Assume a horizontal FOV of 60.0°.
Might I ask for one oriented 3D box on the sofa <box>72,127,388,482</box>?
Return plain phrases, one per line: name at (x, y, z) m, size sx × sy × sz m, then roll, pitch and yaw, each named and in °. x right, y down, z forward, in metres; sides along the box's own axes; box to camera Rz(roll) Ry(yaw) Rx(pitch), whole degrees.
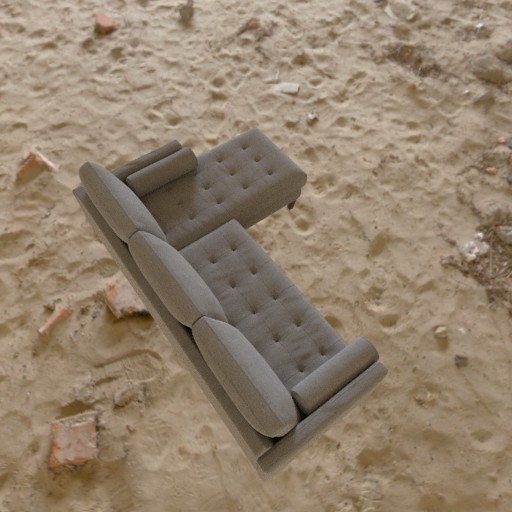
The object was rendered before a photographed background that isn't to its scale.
sofa at (0.000, 0.000, 2.918) m, size 1.506 × 0.875 × 2.178 m, roll -32°, pitch 63°, yaw -18°
